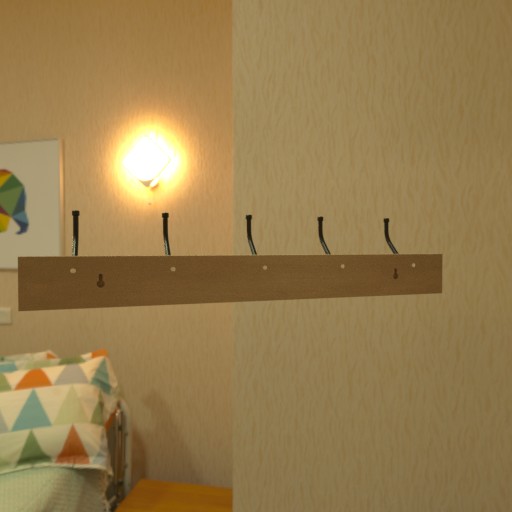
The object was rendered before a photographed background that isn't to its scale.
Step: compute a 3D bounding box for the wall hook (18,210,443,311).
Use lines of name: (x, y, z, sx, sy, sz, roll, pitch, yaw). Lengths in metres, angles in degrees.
wall hook: (0.000, 0.000, 0.608, 0.571, 0.117, 0.071, 0, 1, -19)
